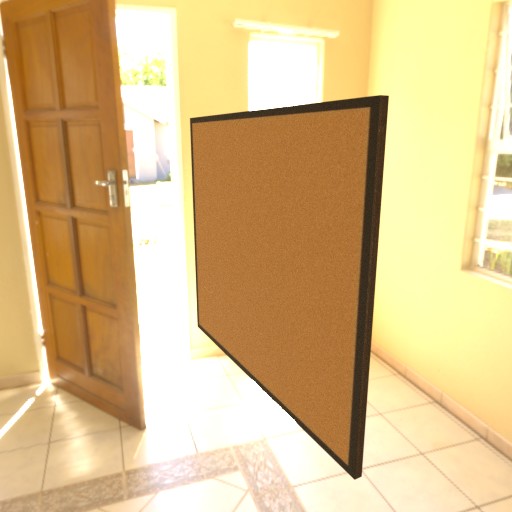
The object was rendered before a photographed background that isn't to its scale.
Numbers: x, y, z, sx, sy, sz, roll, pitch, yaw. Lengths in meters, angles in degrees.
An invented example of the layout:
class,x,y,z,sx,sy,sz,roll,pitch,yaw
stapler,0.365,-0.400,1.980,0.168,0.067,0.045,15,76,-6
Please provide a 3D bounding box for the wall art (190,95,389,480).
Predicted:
class,x,y,z,sx,sy,sz,roll,pitch,yaw
wall art,0.000,0.000,1.401,0.023,0.875,1.033,-8,17,-28
